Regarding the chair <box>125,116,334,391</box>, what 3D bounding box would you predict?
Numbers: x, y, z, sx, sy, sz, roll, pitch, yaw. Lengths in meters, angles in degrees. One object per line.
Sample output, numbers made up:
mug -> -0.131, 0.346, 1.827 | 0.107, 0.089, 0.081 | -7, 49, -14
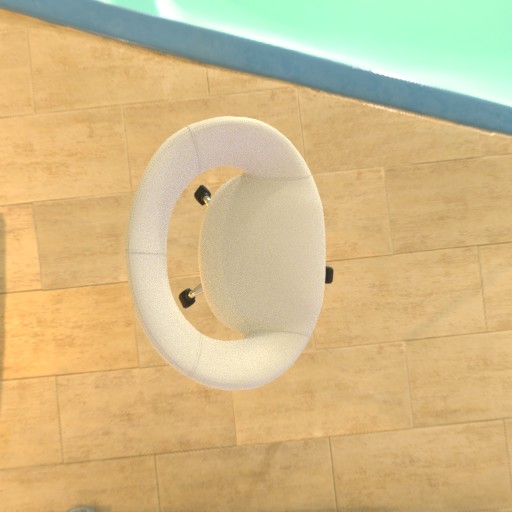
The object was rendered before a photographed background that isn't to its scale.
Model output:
chair -> 0.000, 0.000, 1.167 | 0.538, 0.791, 0.612 | 0, 89, 0
